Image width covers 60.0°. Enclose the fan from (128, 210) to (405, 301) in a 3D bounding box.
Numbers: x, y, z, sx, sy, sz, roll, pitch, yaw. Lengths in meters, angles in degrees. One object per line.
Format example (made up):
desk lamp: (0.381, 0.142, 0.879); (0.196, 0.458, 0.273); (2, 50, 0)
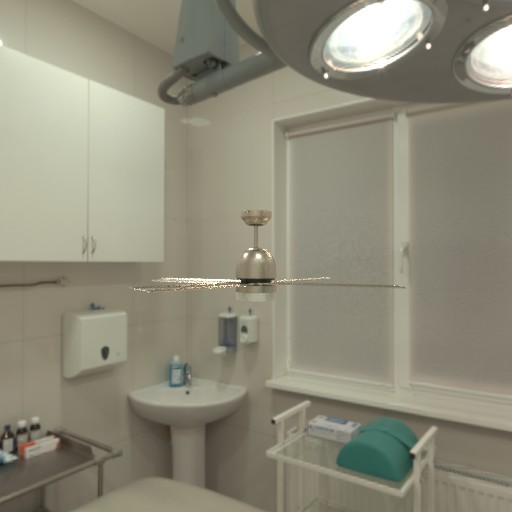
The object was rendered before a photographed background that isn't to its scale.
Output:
fan: (0.000, 0.000, 2.047); (1.346, 0.406, 1.346); (-1, -1, 35)
